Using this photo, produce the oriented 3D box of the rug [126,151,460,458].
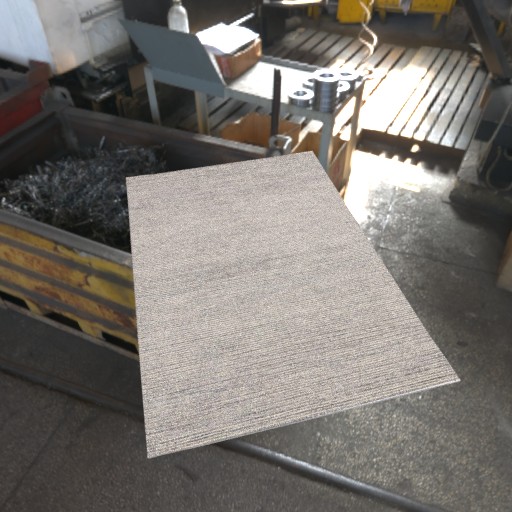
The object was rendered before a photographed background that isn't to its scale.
[{"bbox_3d":[0.000,0.000,2.943,1.604,0.030,2.307,-10,45,-10],"label":"rug"}]
